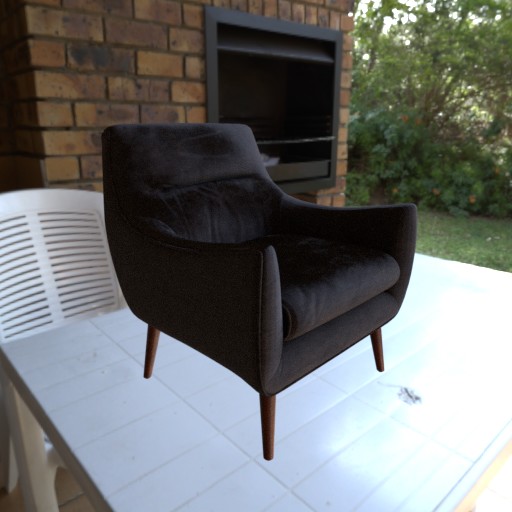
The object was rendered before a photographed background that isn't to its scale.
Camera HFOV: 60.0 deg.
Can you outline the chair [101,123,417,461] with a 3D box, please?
[{"bbox_3d":[0.000,0.000,1.456,0.787,0.838,0.762,15,22,41],"label":"chair"}]
